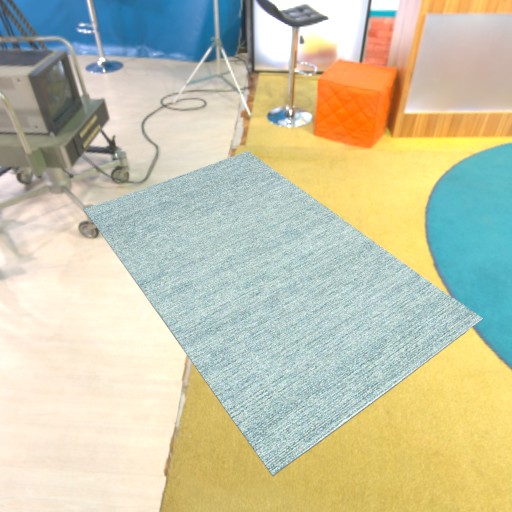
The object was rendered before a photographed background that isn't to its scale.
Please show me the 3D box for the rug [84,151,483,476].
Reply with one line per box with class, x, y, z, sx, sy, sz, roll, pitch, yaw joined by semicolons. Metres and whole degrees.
rug;0.000;0.000;2.280;1.174;0.022;1.853;-25;48;-25
